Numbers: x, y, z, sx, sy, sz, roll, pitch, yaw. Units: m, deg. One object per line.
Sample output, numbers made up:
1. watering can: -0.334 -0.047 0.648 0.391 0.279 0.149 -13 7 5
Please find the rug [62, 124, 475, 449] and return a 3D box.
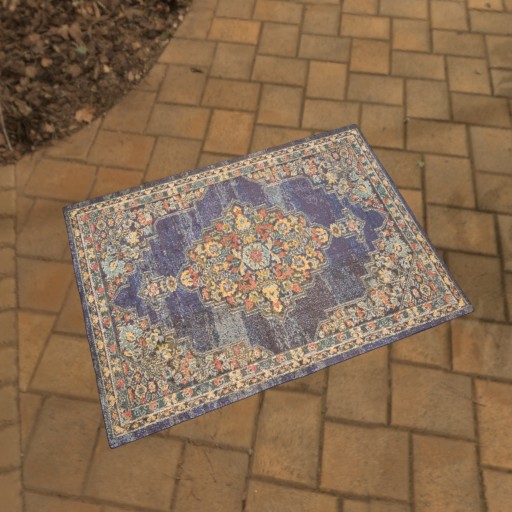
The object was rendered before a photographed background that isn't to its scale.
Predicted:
1. rug: 0.000 0.000 2.852 2.232 0.009 1.630 -18 64 -9
